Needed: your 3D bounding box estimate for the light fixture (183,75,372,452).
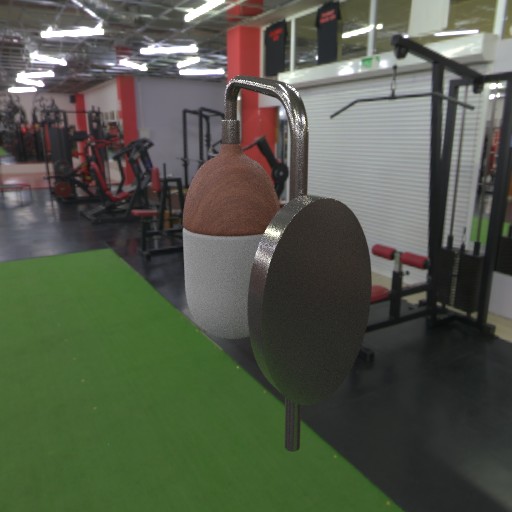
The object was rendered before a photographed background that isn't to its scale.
[{"bbox_3d":[0.000,0.000,0.441,0.108,0.343,0.216,-8,17,-27],"label":"light fixture"}]
